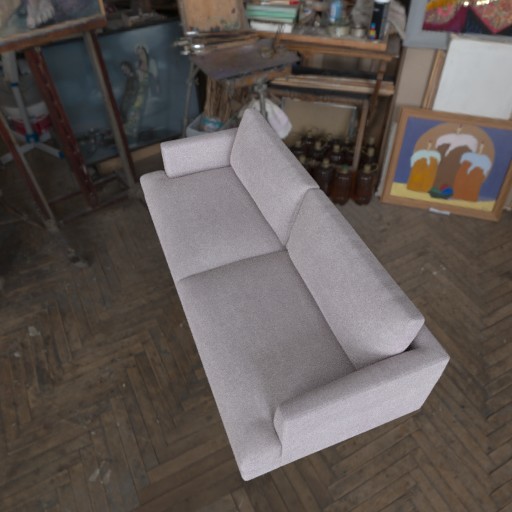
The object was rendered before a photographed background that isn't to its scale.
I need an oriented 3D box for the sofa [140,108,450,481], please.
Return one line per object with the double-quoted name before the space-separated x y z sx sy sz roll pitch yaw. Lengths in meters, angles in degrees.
"sofa" 0.000 0.000 2.734 1.020 0.868 2.250 -16 48 -15
